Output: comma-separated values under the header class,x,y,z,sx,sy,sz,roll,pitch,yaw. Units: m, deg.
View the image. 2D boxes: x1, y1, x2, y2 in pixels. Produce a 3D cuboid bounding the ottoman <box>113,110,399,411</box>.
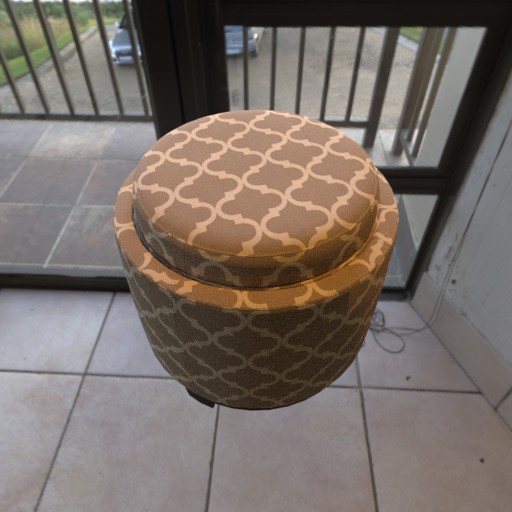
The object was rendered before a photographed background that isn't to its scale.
class,x,y,z,sx,sy,sz,roll,pitch,yaw
ottoman,0.000,0.000,0.850,0.480,0.429,0.480,0,46,0
